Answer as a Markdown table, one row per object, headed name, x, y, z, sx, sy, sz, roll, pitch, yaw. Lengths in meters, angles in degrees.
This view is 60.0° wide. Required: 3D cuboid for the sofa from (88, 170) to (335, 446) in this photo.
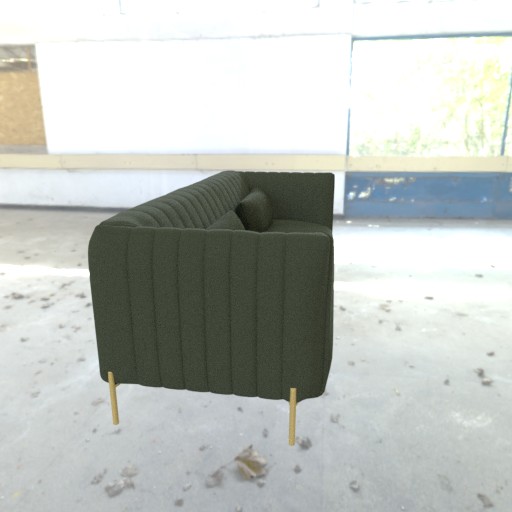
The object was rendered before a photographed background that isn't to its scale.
| name | x | y | z | sx | sy | sz | roll | pitch | yaw |
| --- | --- | --- | --- | --- | --- | --- | --- | --- | --- |
| sofa | 0.000 | 0.000 | 2.547 | 0.896 | 0.793 | 2.137 | 3 | 17 | 9 |
